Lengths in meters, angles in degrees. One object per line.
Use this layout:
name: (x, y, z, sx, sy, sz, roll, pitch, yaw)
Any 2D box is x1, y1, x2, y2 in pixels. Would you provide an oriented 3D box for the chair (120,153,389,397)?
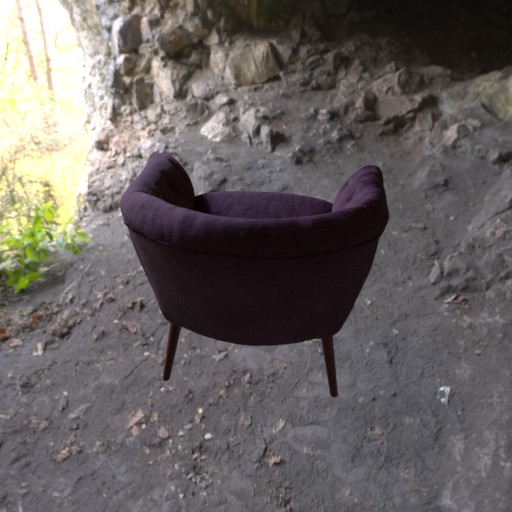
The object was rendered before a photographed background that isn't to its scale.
chair: (0.000, 0.000, 1.544, 0.851, 0.885, 0.776, 4, 46, 4)
